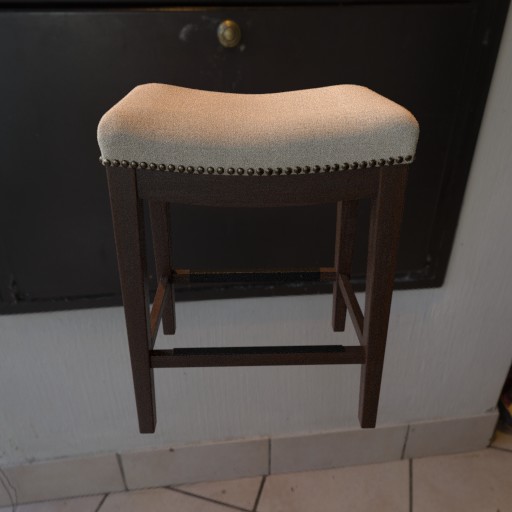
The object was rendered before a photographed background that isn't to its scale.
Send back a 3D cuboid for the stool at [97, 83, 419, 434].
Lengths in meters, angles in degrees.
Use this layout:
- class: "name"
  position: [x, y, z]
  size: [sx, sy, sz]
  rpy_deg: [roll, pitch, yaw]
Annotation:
- class: "stool"
  position: [0.000, 0.000, 0.953]
  size: [0.509, 0.669, 0.363]
  rpy_deg: [-1, 29, -1]
